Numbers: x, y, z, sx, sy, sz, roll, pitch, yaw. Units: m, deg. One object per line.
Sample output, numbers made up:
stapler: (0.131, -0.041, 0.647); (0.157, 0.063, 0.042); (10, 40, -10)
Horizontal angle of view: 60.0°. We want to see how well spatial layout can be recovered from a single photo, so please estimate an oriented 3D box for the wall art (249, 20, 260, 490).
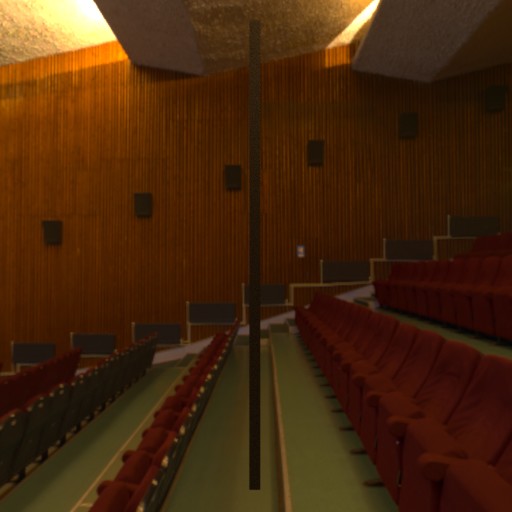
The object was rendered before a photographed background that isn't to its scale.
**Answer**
wall art: (0.000, 0.000, 0.693); (0.013, 0.534, 0.381); (0, -1, 0)
